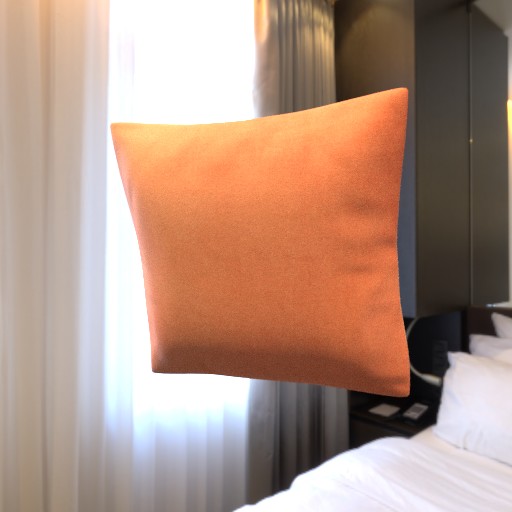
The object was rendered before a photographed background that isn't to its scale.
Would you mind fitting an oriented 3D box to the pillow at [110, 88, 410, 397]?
[{"bbox_3d":[0.000,0.000,0.648,0.424,0.401,0.177,0,-1,19],"label":"pillow"}]
